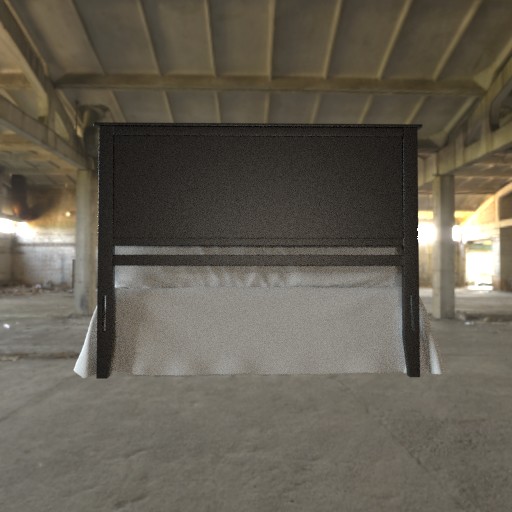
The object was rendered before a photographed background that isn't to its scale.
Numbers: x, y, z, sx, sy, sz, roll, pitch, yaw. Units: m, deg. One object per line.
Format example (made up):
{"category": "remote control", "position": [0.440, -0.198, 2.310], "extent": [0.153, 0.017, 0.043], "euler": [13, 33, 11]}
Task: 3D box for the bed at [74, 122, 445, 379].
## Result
{"category": "bed", "position": [0.000, 0.000, 3.214], "extent": [1.870, 1.270, 2.050], "euler": [0, -2, -1]}
